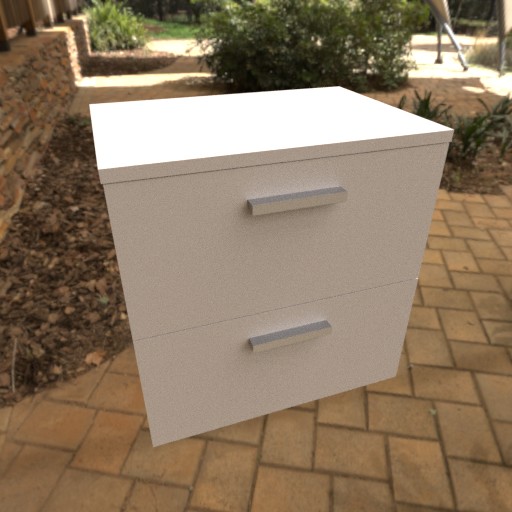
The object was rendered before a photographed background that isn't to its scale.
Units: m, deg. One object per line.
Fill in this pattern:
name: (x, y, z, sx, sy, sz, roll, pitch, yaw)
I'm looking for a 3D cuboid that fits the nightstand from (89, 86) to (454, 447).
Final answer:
nightstand: (0.000, 0.000, 0.748, 0.441, 0.460, 0.325, -10, 33, -16)
